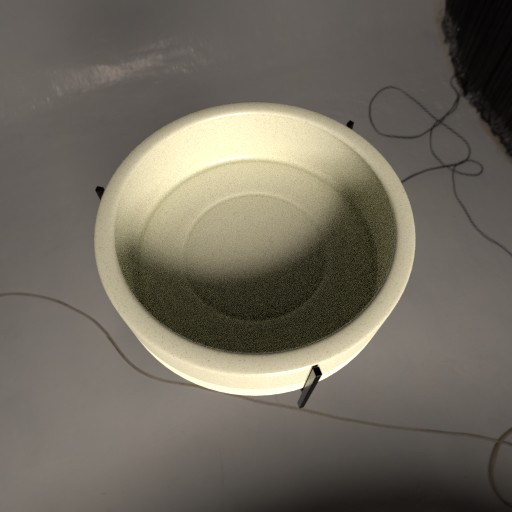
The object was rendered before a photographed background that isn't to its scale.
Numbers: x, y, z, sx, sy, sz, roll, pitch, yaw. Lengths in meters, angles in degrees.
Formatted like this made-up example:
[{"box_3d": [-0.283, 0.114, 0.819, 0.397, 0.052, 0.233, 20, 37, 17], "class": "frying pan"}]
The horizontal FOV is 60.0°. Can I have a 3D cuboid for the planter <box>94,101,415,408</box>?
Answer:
[{"box_3d": [0.000, 0.000, 0.538, 0.336, 0.171, 0.345, -17, 63, -9], "class": "planter"}]
